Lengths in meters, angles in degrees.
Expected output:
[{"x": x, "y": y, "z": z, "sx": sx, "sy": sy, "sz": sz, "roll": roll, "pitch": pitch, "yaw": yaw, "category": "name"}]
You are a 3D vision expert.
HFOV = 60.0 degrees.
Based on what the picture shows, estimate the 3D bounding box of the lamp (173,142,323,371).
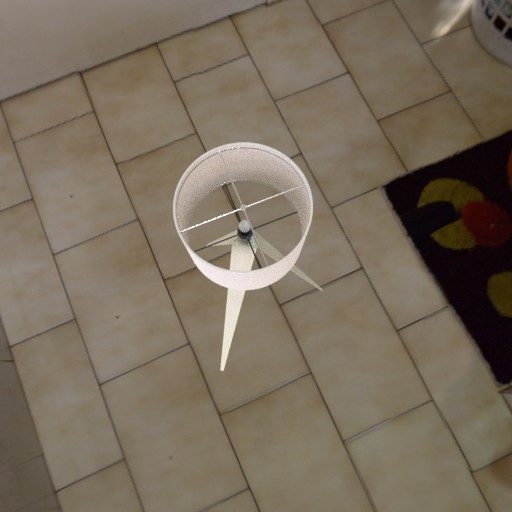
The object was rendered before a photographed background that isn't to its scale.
[{"x": 0.000, "y": 0.000, "z": 1.855, "sx": 0.716, "sy": 1.524, "sz": 0.724, "roll": -21, "pitch": 76, "yaw": -5, "category": "lamp"}]
